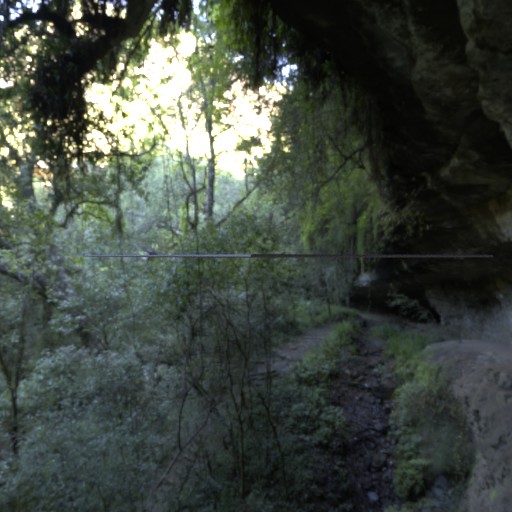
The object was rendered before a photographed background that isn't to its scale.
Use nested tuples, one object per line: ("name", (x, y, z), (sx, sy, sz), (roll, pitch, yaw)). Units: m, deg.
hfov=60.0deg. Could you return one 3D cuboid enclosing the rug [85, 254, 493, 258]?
("rug", (0.000, 0.000, 2.892), (1.600, 0.013, 2.260), (0, 0, -35))
